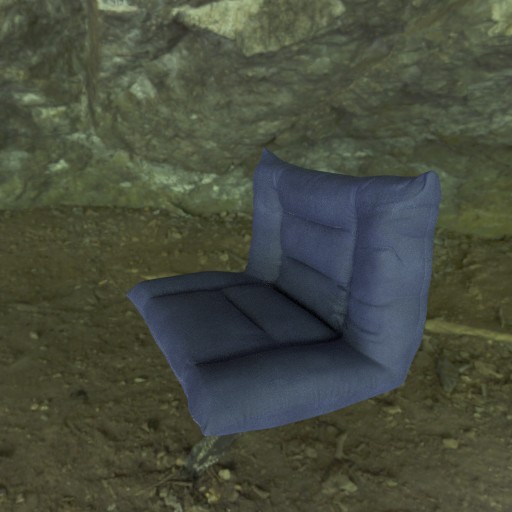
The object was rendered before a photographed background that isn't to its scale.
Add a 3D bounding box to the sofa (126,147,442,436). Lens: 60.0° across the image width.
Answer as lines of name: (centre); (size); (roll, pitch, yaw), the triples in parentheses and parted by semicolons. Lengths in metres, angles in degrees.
sofa: (0.000, 0.000, 1.726); (0.849, 0.778, 1.122); (-7, 17, -24)
